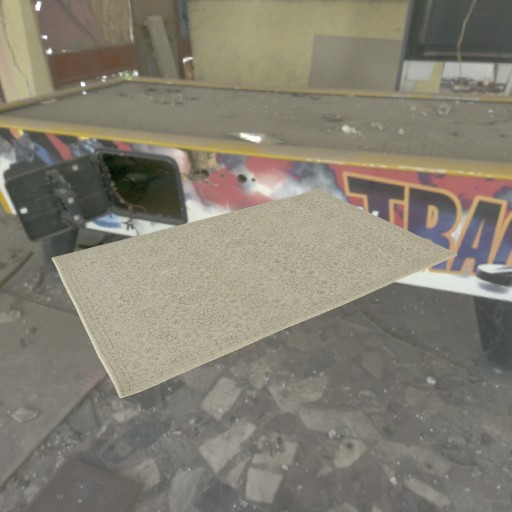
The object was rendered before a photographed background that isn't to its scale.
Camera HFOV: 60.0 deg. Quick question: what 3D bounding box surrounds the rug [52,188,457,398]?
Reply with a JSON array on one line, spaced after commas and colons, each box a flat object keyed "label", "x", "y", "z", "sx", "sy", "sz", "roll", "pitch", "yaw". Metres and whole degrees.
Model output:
[{"label": "rug", "x": 0.000, "y": 0.000, "z": 2.489, "sx": 1.947, "sy": 0.023, "sz": 1.214, "roll": -18, "pitch": 34, "yaw": -28}]
